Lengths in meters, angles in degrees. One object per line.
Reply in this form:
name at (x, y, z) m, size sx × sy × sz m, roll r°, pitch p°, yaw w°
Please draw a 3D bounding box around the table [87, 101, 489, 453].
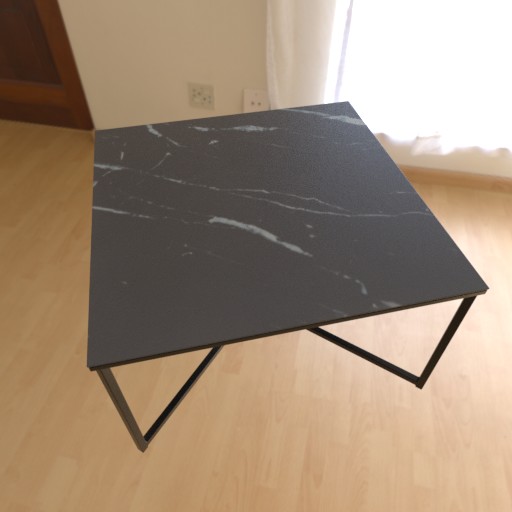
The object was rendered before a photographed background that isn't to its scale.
table at (0.000, 0.000, 1.277) m, size 0.800 × 0.450 × 0.800 m, roll -10°, pitch 48°, yaw -9°
